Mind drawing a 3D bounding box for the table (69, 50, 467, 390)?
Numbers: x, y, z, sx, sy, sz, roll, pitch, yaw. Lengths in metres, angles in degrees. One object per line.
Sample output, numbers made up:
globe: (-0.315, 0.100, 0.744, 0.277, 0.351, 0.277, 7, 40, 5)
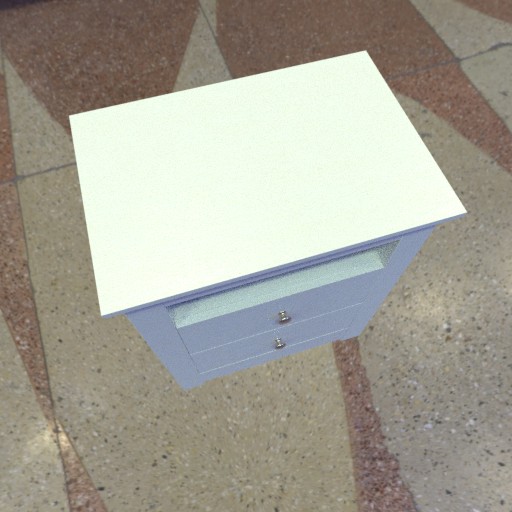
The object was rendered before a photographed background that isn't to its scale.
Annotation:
table: (0.000, 0.000, 1.078, 0.589, 0.711, 0.406, -16, 64, -8)
